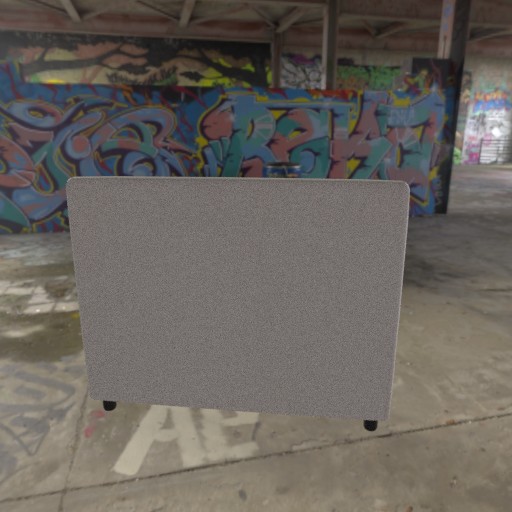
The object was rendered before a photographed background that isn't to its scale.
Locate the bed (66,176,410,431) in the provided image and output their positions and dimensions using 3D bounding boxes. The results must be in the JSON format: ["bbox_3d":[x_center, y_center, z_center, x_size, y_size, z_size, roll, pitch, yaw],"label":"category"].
[{"bbox_3d":[0.000,0.000,3.249,1.713,1.330,2.142,2,16,7],"label":"bed"}]
